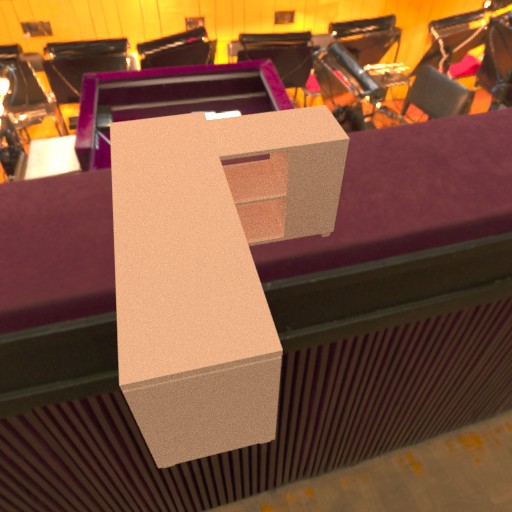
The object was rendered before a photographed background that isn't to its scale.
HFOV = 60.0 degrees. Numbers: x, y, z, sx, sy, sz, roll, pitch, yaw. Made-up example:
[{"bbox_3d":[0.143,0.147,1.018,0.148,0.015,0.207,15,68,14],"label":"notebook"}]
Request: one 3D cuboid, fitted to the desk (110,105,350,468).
[{"bbox_3d":[0.000,0.000,2.183,1.199,0.759,1.524,-10,47,-9],"label":"desk"}]
